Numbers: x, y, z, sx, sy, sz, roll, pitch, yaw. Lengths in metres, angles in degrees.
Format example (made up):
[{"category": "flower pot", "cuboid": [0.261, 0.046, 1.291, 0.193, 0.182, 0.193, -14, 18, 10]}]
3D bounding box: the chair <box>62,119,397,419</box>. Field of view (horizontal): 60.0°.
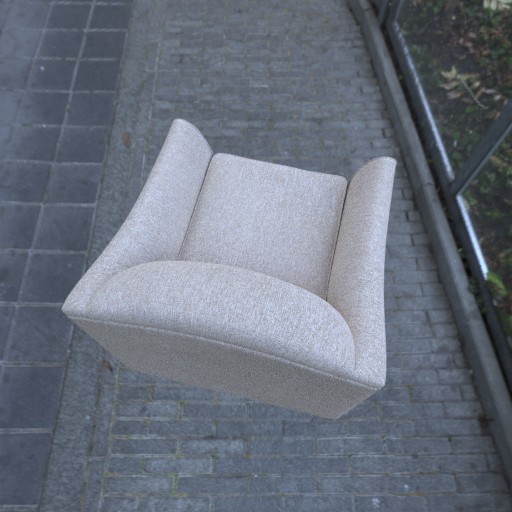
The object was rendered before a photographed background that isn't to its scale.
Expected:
[{"category": "chair", "cuboid": [0.000, 0.000, 1.417, 0.763, 0.839, 0.787, 12, 64, 6]}]
